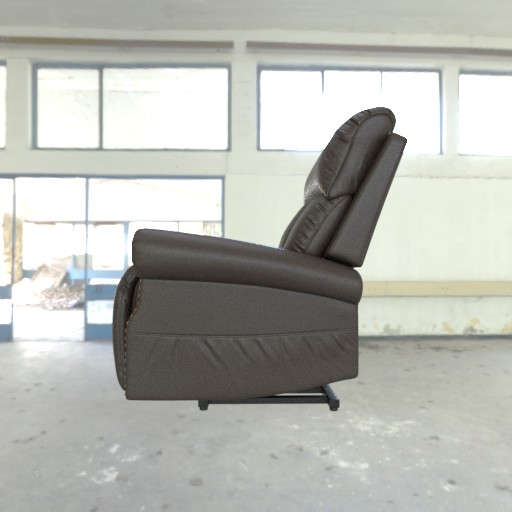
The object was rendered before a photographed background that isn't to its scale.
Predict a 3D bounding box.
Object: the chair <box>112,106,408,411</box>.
[{"bbox_3d":[0.000,0.000,1.748,0.978,1.028,0.869,0,-1,-1],"label":"chair"}]
